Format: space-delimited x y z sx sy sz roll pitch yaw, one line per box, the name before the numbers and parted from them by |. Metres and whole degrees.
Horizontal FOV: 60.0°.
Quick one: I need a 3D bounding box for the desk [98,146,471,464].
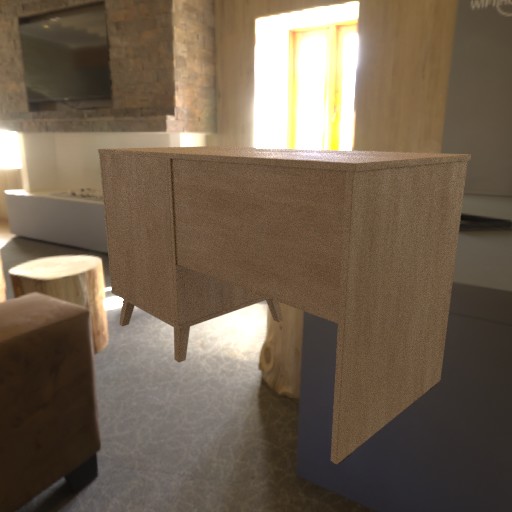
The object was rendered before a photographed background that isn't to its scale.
desk | 0.000 0.000 1.674 0.600 0.770 1.251 -14 21 -41
